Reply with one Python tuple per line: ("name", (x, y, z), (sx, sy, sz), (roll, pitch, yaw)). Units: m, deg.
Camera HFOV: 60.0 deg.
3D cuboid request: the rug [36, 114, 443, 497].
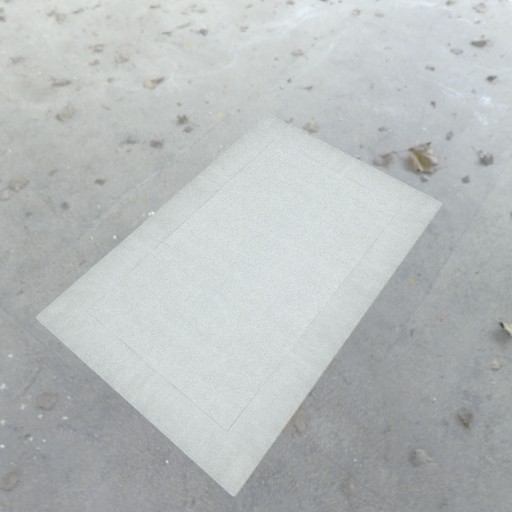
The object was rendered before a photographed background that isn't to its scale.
("rug", (0.000, 0.000, 2.281), (1.219, 0.013, 1.829), (33, 63, 19))
